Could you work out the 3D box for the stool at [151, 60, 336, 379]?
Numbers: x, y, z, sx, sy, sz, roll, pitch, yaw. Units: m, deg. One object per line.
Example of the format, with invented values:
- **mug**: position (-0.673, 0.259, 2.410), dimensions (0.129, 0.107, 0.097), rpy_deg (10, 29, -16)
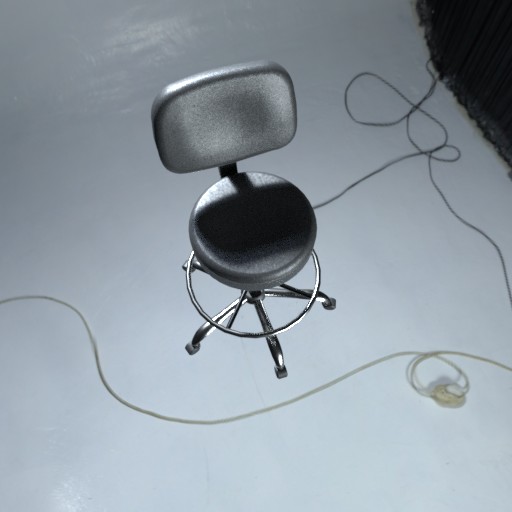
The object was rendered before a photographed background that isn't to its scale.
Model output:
- **stool**: position (0.000, 0.000, 1.514), dimensions (0.694, 1.069, 0.658), rpy_deg (-18, 65, -9)
